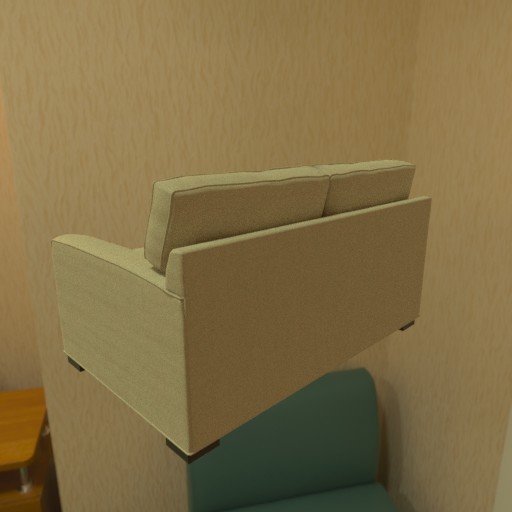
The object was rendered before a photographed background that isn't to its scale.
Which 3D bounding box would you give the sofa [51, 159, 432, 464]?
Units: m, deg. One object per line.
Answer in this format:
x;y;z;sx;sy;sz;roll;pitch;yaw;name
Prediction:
0.000;0.000;2.031;1.484;0.853;0.942;-15;21;-43;sofa
